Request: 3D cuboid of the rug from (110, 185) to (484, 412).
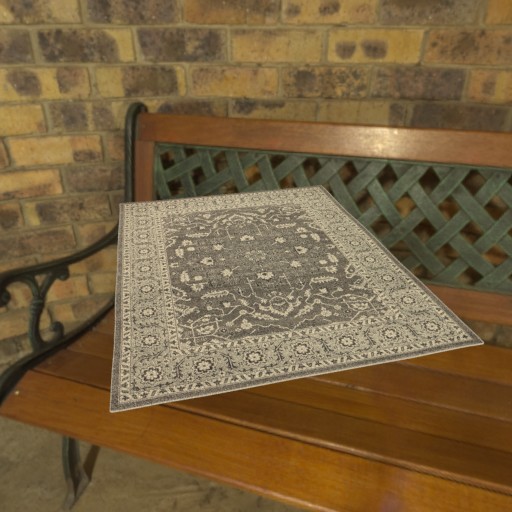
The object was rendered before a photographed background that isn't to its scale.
[{"bbox_3d":[0.000,0.000,4.036,2.451,0.026,3.069,-7,31,-12],"label":"rug"}]
